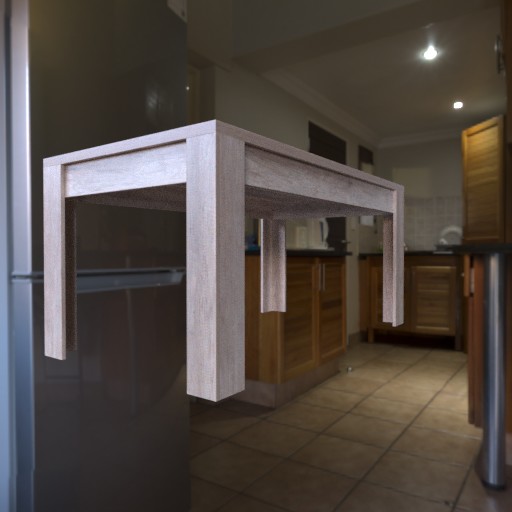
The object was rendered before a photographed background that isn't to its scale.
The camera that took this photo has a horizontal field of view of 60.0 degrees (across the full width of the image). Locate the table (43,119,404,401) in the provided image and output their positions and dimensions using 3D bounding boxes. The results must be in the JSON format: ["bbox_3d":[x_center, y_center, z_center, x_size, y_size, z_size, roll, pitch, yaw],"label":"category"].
[{"bbox_3d":[0.000,0.000,2.127,0.900,0.775,1.600,1,1,36],"label":"table"}]
